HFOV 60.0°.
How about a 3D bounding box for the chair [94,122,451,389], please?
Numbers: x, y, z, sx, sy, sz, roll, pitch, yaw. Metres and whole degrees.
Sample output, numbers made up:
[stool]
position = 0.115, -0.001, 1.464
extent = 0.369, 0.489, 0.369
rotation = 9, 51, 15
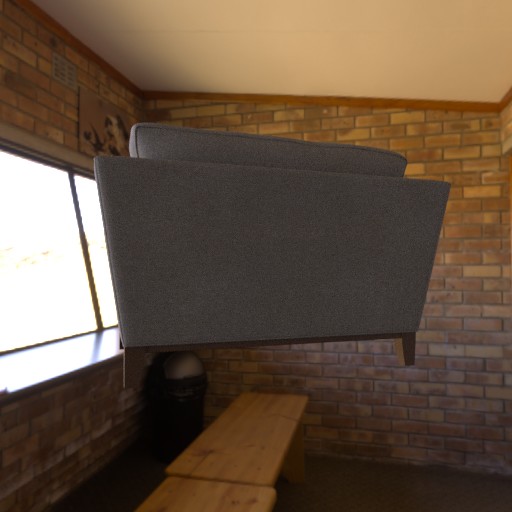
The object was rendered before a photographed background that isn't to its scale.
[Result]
[chair]
position = 0.000, 0.000, 2.063
extent = 1.396, 0.942, 0.965
rotation = 1, -2, -18
